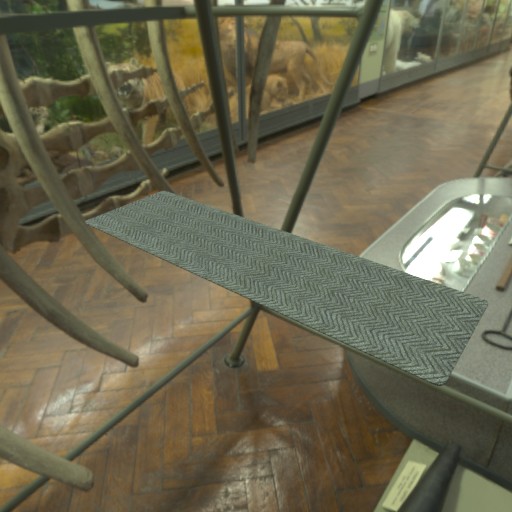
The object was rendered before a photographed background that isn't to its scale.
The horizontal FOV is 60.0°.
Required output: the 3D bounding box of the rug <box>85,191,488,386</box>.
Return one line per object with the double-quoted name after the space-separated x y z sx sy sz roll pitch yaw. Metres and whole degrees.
0.000 0.000 2.482 2.286 0.008 0.686 21 36 32 "rug"
